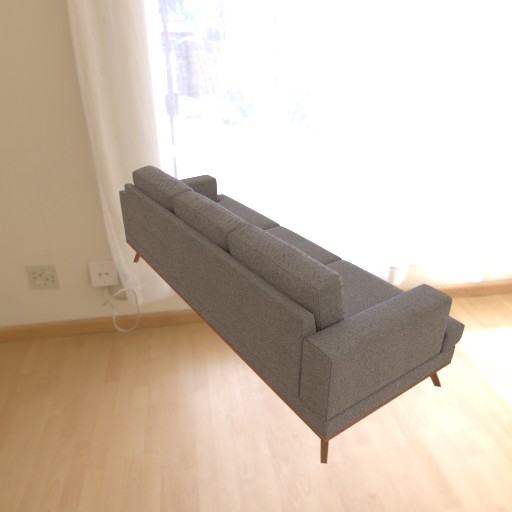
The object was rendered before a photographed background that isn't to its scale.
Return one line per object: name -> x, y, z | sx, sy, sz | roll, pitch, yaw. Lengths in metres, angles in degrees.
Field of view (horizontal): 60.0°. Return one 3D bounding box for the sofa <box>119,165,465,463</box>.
sofa -> 0.000, 0.000, 2.761 | 0.920, 0.810, 2.310 | -18, 32, -30
